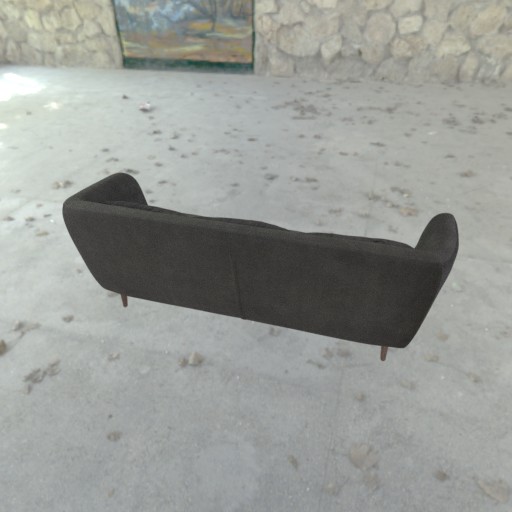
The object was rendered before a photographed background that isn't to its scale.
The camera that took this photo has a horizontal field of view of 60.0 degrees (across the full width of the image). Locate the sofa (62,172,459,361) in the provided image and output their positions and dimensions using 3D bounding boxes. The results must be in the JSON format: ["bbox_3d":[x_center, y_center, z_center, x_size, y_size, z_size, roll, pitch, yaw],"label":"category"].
[{"bbox_3d":[0.000,0.000,2.822,2.296,0.875,0.956,9,33,14],"label":"sofa"}]
